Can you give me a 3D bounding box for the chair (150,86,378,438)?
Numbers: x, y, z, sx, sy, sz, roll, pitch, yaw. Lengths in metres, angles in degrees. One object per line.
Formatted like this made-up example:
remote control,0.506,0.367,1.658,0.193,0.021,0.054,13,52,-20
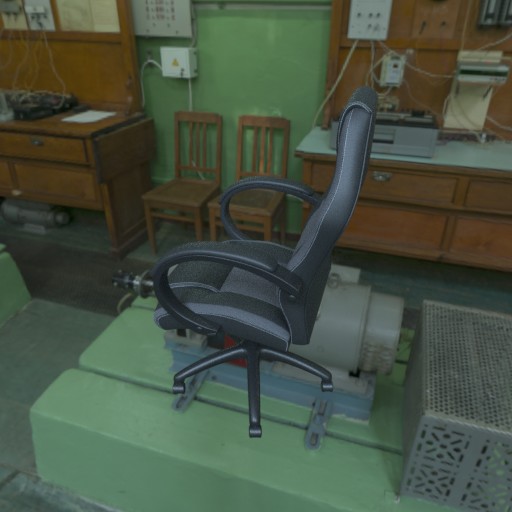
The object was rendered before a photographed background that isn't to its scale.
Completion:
chair,0.000,0.000,1.638,0.724,1.187,0.673,9,31,14
